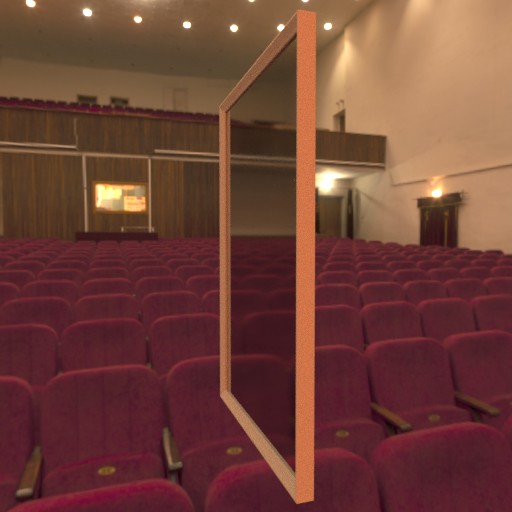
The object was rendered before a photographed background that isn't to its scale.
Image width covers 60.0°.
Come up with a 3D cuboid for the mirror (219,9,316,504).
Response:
[{"bbox_3d":[0.000,0.000,1.114,0.041,0.915,0.609,-1,2,-18],"label":"mirror"}]
